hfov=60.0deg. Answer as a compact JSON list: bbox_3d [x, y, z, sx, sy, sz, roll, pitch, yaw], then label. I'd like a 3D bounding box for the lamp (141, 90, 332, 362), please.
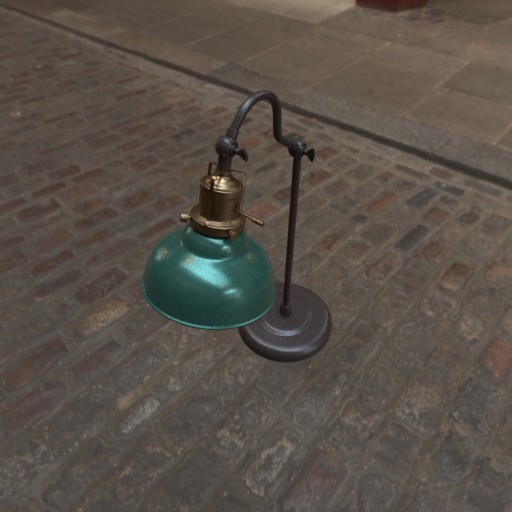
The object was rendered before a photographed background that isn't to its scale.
[{"bbox_3d":[0.000,0.000,0.674,0.192,0.508,0.374,30,51,27],"label":"lamp"}]
